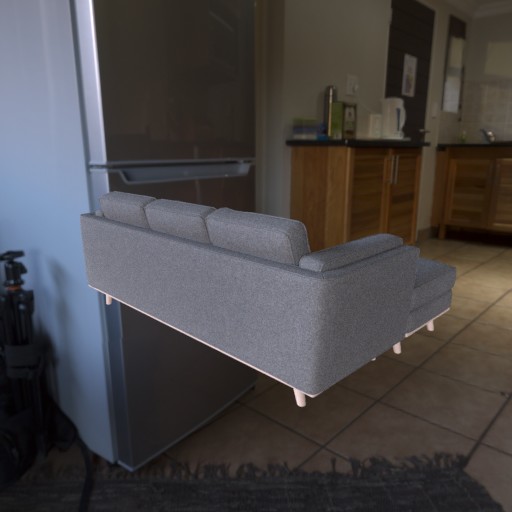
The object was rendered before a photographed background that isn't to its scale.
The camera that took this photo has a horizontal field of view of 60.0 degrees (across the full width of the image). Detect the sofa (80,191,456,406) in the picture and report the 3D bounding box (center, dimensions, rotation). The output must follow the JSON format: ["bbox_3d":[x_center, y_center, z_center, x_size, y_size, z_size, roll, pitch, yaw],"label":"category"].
[{"bbox_3d":[0.000,0.000,3.276,2.411,0.929,1.604,14,20,43],"label":"sofa"}]
